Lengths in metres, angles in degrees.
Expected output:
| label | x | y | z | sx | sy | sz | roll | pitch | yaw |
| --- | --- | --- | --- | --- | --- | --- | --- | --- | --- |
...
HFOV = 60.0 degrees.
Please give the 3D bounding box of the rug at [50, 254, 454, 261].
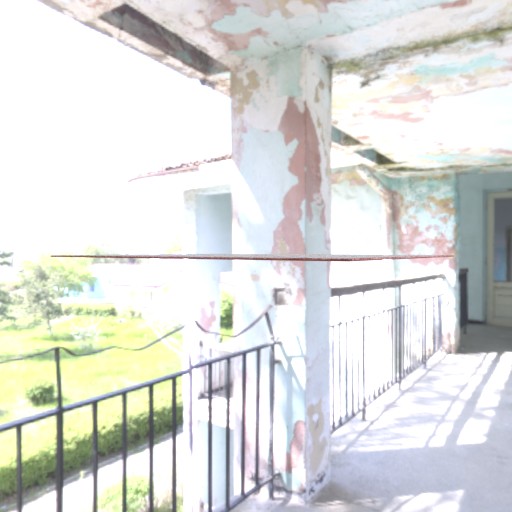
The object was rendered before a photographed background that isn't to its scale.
| label | x | y | z | sx | sy | sz | roll | pitch | yaw |
| --- | --- | --- | --- | --- | --- | --- | --- | --- | --- |
| rug | 0.000 | 0.000 | 4.278 | 3.050 | 0.016 | 2.441 | 0 | 1 | 36 |
